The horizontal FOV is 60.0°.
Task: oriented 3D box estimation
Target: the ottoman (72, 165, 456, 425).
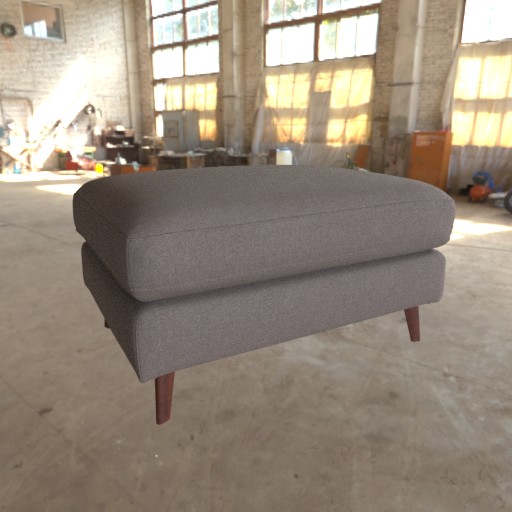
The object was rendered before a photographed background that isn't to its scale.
[{"bbox_3d":[0.000,0.000,1.147,0.811,0.449,0.608,-9,18,-28],"label":"ottoman"}]
